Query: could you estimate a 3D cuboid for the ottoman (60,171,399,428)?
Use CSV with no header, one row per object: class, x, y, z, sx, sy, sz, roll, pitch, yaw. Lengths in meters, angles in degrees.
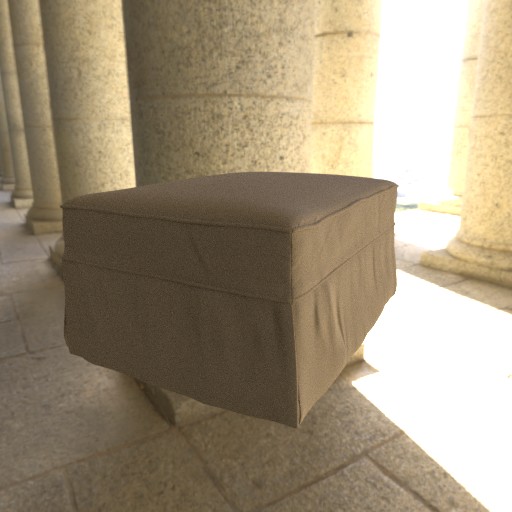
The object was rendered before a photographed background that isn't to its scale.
ottoman,0.000,0.000,1.362,0.721,0.482,0.959,8,17,28
